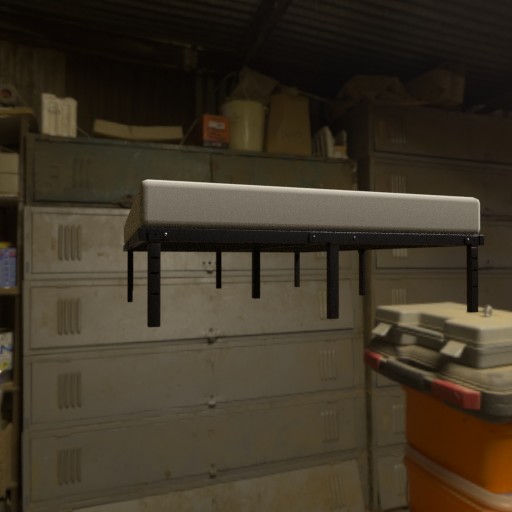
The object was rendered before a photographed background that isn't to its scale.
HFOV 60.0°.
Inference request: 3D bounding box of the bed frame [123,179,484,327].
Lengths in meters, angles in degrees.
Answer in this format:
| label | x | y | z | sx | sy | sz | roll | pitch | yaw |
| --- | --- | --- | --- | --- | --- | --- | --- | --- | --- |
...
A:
| label | x | y | z | sx | sy | sz | roll | pitch | yaw |
| --- | --- | --- | --- | --- | --- | --- | --- | --- | --- |
| bed frame | 0.000 | 0.000 | 3.554 | 1.990 | 0.680 | 2.635 | 0 | -1 | -18 |
